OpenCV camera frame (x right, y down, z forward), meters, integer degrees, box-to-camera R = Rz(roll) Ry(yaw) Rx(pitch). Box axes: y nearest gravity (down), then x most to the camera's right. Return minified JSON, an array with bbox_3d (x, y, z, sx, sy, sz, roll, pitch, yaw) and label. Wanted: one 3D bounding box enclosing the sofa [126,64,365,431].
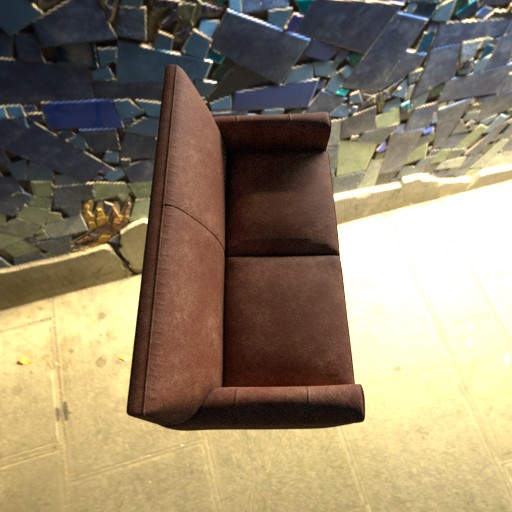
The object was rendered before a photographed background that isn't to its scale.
[{"bbox_3d":[0.000,0.000,2.010,0.787,0.871,1.473,-1,63,0],"label":"sofa"}]
